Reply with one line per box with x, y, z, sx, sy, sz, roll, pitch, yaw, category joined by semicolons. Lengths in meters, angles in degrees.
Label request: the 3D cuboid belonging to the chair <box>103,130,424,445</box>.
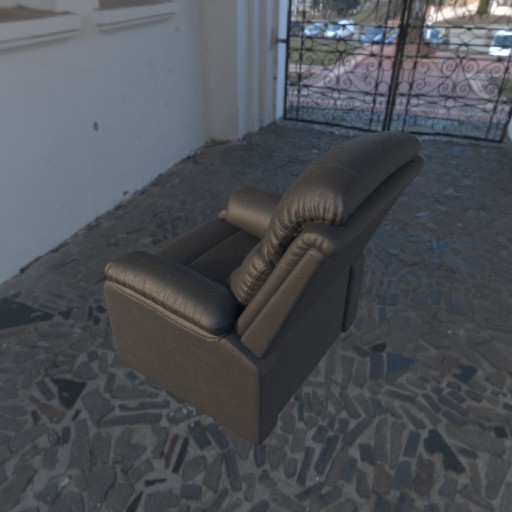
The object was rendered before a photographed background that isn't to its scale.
0.000;0.000;1.653;0.919;0.992;0.855;20;38;28;chair
